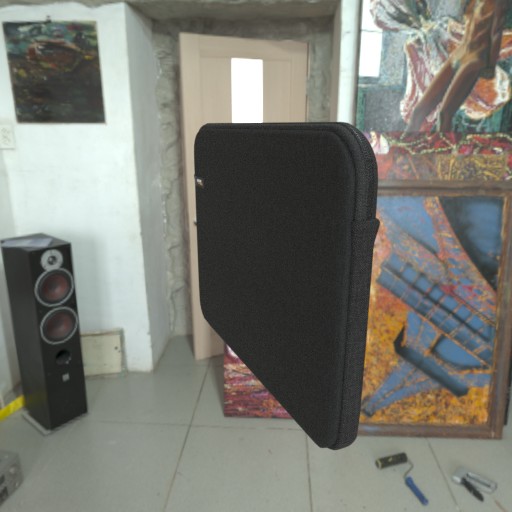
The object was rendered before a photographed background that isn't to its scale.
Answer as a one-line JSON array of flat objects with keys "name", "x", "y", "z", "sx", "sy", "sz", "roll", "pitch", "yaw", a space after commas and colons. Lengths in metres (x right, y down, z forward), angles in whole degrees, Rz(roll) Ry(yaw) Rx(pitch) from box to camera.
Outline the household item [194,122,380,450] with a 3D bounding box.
[{"name": "household item", "x": 0.000, "y": 0.000, "z": 0.529, "sx": 0.030, "sy": 0.305, "sz": 0.396, "roll": -8, "pitch": 18, "yaw": -25}]
